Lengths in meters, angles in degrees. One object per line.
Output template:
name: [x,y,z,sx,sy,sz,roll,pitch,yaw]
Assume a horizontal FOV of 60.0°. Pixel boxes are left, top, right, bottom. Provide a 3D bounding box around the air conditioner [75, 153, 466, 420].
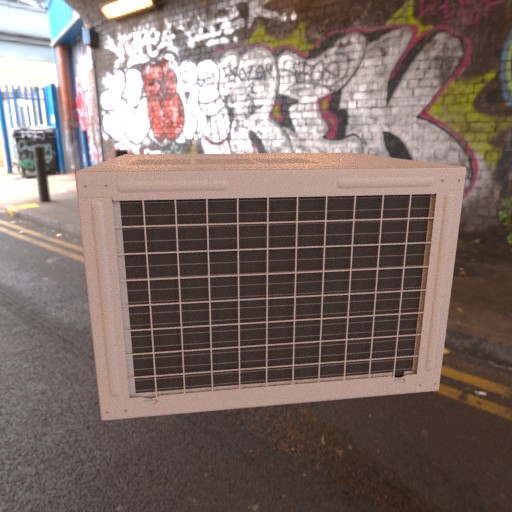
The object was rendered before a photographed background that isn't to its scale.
air conditioner: [0.000,0.000,1.056,0.645,0.455,0.599,-2,16,-8]
